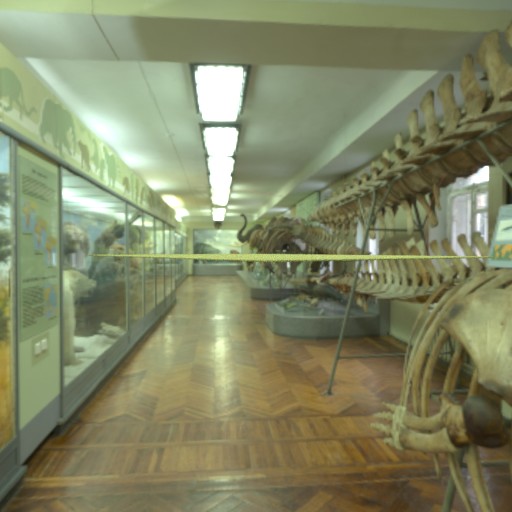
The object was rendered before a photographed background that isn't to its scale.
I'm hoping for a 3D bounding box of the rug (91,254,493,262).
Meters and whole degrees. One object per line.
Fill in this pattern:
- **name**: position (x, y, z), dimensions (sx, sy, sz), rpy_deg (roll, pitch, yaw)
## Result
- **rug**: position (0.000, 0.000, 2.890), dimensions (1.529, 0.007, 2.297), rpy_deg (-1, 1, -36)
